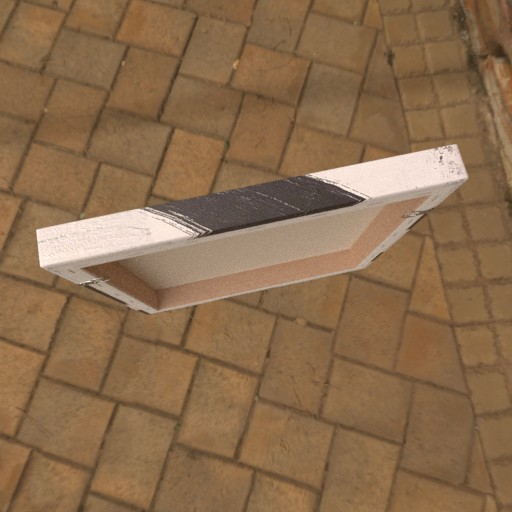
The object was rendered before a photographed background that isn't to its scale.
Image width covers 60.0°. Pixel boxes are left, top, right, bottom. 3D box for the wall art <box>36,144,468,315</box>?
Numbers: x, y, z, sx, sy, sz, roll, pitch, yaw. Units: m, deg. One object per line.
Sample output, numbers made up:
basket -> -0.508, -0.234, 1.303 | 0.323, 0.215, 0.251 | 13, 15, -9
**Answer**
wall art -> 0.000, 0.000, 0.760 | 0.507, 0.508, 0.050 | -12, 77, -3
